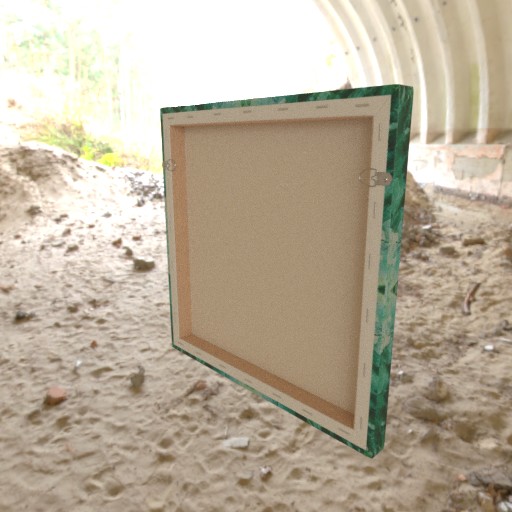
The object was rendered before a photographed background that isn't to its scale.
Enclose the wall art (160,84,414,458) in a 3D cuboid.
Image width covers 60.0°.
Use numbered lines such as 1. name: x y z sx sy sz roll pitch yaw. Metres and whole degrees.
1. wall art: 0.000 0.000 0.758 0.038 0.508 0.507 -14 20 -43
